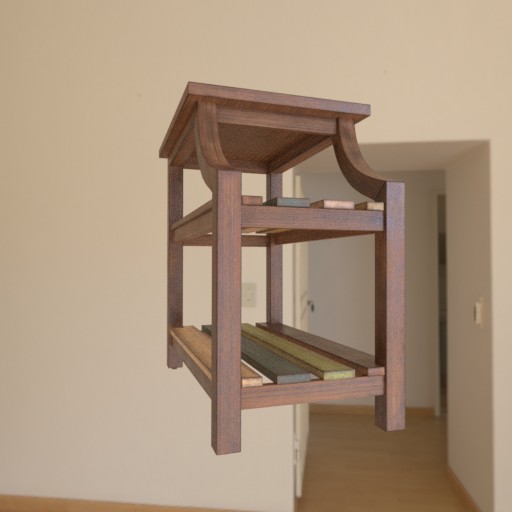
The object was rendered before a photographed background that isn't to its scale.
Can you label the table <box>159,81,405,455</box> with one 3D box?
[{"bbox_3d":[0.000,0.000,0.965,0.356,0.584,0.609,0,-1,-18],"label":"table"}]
